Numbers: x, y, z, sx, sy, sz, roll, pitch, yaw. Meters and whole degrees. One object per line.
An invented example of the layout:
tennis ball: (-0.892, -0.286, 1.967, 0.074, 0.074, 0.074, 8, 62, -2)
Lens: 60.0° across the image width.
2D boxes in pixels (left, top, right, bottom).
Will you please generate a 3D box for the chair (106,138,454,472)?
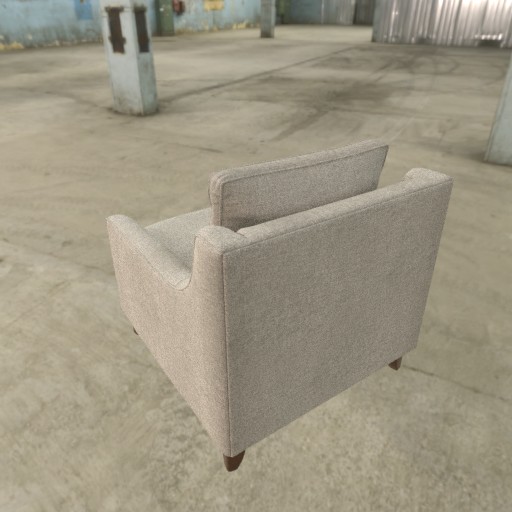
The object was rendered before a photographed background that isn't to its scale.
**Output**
chair: (0.000, 0.000, 1.607, 0.838, 0.864, 0.918, -19, 34, -30)
